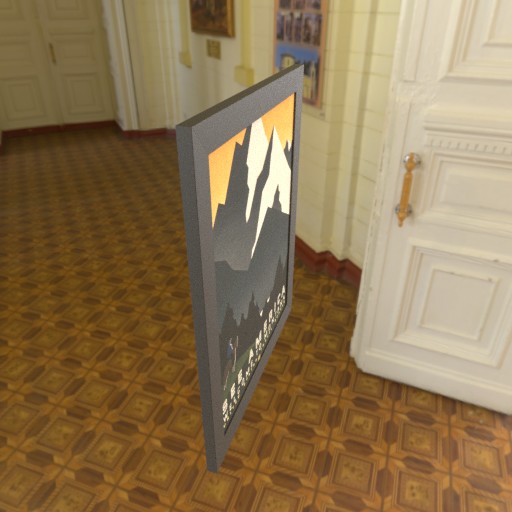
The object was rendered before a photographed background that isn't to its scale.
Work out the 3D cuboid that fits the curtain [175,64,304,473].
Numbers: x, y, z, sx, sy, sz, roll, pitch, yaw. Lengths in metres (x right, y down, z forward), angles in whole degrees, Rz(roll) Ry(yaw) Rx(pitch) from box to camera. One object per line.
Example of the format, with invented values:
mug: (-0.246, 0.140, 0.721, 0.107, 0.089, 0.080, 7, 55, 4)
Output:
curtain: (0.000, 0.000, 0.804, 0.027, 0.585, 0.483, 10, 32, 16)
